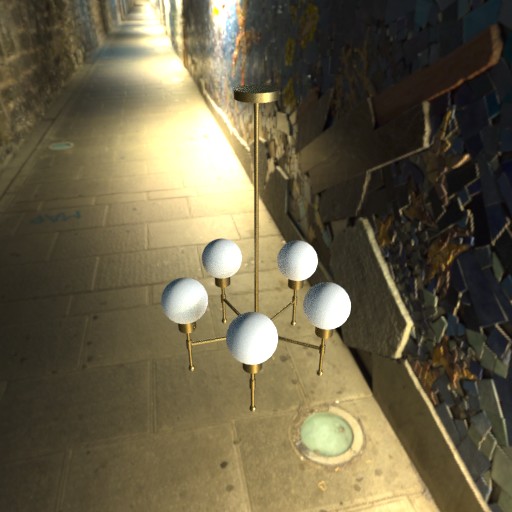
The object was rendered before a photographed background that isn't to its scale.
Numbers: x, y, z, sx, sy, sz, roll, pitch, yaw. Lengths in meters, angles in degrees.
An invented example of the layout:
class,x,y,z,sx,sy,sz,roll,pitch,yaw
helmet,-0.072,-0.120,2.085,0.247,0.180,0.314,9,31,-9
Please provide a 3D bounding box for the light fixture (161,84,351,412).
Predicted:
class,x,y,z,sx,sy,sz,roll,pitch,yaw
light fixture,0.000,0.000,1.870,0.815,1.331,0.785,2,31,3
